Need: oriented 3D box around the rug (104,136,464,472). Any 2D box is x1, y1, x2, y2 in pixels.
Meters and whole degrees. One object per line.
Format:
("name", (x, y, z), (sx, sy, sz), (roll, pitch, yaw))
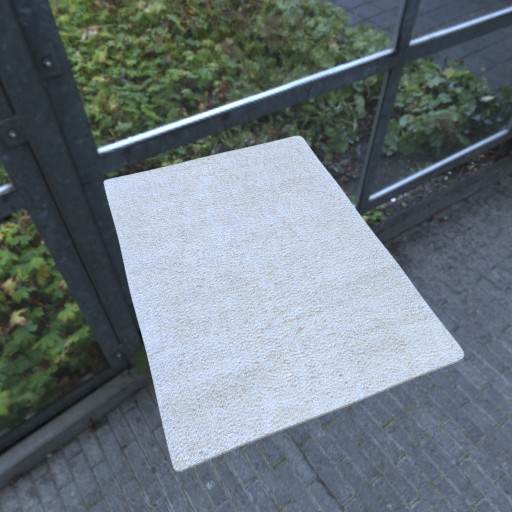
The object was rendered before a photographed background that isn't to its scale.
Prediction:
("rug", (0.000, 0.000, 2.116), (1.200, 0.027, 1.600), (-16, 52, -13))
